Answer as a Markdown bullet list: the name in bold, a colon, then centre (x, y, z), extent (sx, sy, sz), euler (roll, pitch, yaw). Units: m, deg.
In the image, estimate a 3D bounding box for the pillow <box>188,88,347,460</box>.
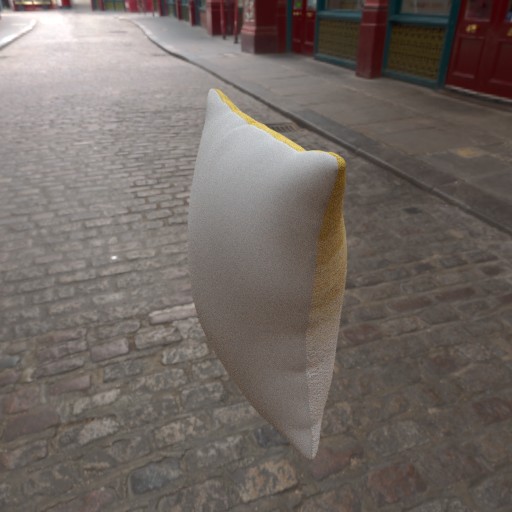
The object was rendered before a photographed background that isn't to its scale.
- **pillow**: centre (0.000, 0.000, 0.711), extent (0.211, 0.450, 0.450), euler (-11, 32, -18)
